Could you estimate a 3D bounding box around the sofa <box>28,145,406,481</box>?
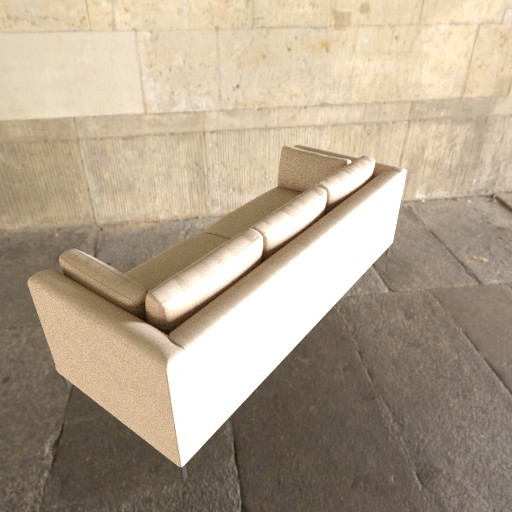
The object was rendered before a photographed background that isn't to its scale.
[{"bbox_3d":[0.000,0.000,2.841,0.969,0.867,2.415,22,39,30],"label":"sofa"}]
